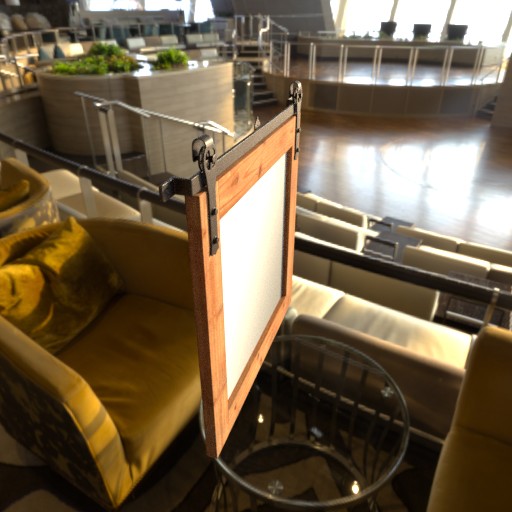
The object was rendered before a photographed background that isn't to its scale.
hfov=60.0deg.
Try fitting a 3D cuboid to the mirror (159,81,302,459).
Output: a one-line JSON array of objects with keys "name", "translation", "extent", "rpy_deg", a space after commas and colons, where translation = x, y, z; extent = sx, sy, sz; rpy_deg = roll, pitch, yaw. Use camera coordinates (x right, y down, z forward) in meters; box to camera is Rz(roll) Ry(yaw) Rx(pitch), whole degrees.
[{"name": "mirror", "translation": [0.000, 0.000, 1.204], "extent": [0.054, 0.800, 0.805], "rpy_deg": [10, 31, 16]}]
